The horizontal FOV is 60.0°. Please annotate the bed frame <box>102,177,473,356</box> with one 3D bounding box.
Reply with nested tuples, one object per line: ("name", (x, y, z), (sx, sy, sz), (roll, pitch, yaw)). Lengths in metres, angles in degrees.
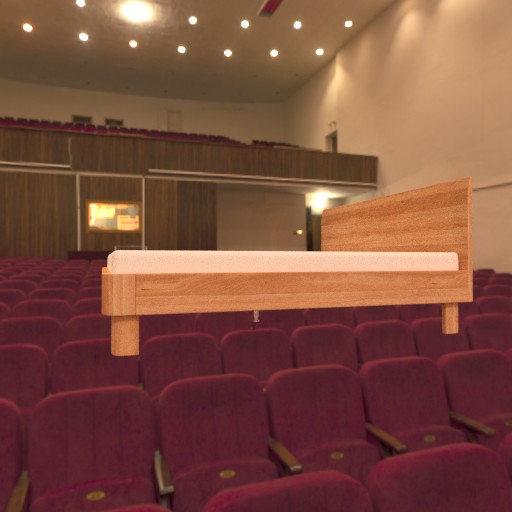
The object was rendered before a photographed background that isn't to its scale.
("bed frame", (0.000, 0.000, 3.189), (2.092, 0.940, 1.872), (0, -1, -19))
